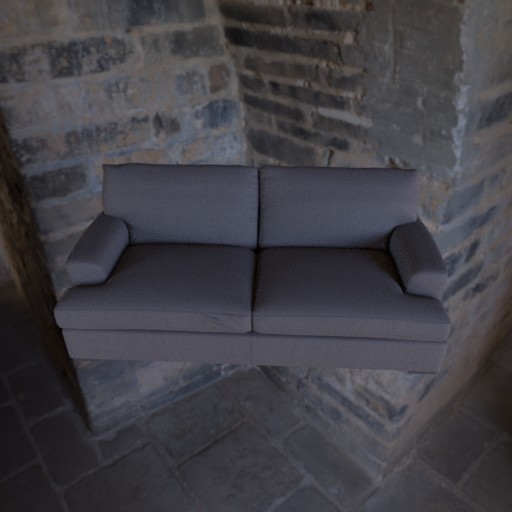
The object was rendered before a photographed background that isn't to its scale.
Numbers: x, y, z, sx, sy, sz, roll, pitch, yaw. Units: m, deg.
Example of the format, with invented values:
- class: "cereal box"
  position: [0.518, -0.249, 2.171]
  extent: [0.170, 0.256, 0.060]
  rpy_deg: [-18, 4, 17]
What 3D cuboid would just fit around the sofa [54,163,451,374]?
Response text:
- class: "sofa"
  position: [0.000, 0.000, 2.865]
  extent: [2.271, 0.950, 1.140]
  rpy_deg: [2, 31, 3]
